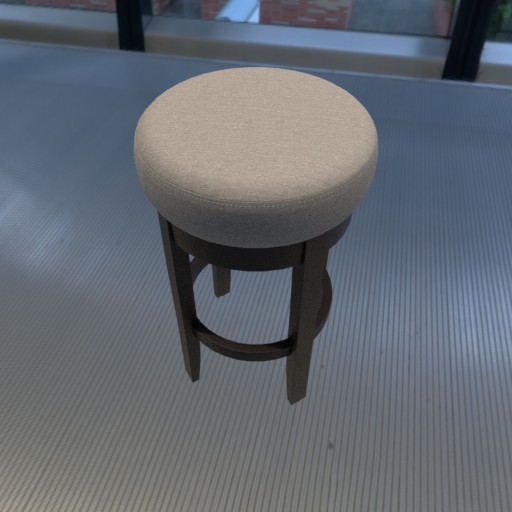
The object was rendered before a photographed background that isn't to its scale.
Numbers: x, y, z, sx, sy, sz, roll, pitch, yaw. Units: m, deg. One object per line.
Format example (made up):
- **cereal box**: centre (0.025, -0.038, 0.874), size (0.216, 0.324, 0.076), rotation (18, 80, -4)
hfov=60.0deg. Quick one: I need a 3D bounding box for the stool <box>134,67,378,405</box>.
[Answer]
- **stool**: centre (0.000, 0.000, 1.048), size (0.443, 0.757, 0.443), rotation (0, 48, 0)
